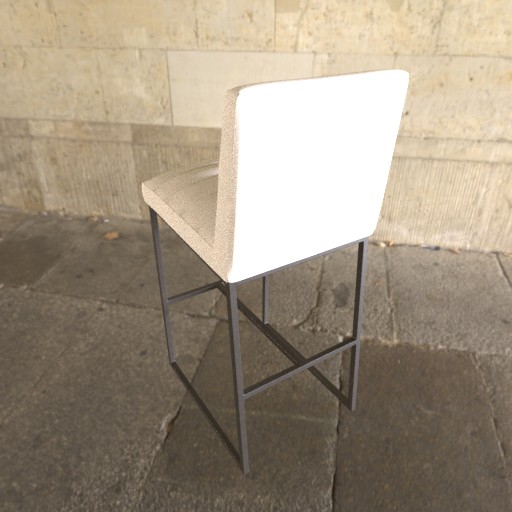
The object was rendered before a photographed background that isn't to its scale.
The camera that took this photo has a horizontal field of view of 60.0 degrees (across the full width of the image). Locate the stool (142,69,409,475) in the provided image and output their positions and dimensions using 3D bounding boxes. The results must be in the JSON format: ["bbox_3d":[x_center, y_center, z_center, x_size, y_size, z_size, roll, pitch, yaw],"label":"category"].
[{"bbox_3d":[0.000,0.000,1.315,0.464,1.061,0.573,-18,35,-28],"label":"stool"}]
